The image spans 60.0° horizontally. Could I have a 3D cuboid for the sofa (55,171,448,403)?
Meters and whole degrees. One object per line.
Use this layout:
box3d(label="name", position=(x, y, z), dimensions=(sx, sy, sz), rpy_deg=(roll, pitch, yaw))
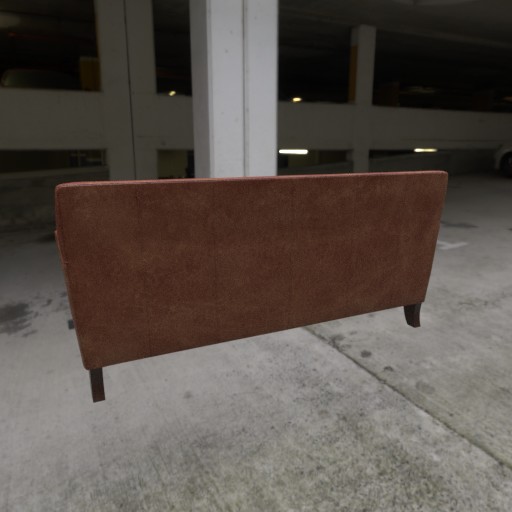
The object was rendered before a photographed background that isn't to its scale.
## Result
box3d(label="sofa", position=(0.000, 0.000, 2.524), dimensions=(2.053, 0.947, 0.805), rpy_deg=(-7, 15, -25))
